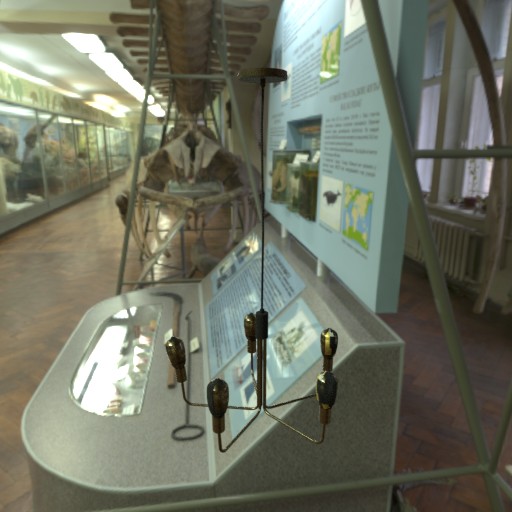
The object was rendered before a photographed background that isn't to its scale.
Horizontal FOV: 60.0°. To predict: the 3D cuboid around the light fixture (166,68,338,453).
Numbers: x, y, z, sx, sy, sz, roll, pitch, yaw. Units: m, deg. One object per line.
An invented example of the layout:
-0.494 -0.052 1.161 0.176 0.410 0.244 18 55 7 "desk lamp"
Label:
0.000 0.000 1.373 0.588 1.059 0.532 -2 14 -8 "light fixture"
